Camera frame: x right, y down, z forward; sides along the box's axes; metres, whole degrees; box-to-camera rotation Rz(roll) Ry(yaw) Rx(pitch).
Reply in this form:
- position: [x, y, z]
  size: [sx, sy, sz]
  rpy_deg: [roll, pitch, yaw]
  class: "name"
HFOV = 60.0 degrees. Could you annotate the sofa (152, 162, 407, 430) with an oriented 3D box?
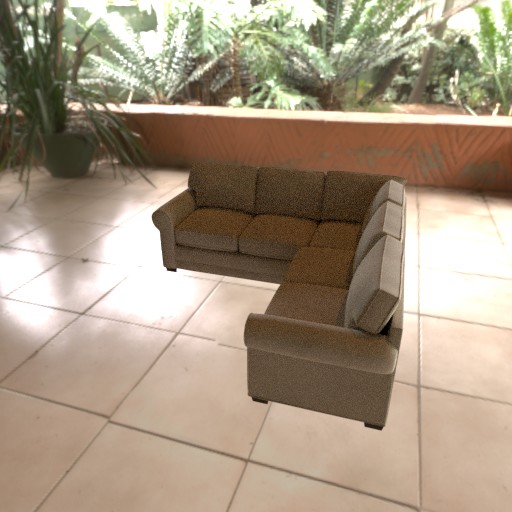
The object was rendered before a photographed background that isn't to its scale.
- position: [0.000, 0.000, 3.951]
  size: [2.487, 1.054, 2.569]
  rpy_deg: [8, 27, 15]
  class: "sofa"
